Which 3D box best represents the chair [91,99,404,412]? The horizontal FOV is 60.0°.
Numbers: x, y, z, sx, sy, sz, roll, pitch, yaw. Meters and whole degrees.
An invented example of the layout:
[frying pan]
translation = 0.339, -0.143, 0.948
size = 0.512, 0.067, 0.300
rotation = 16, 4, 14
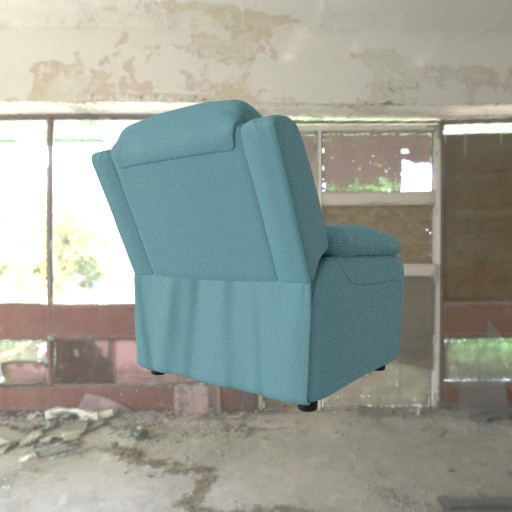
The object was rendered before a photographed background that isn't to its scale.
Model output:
[chair]
translation = 0.000, 0.000, 1.285
size = 0.680, 0.702, 0.709
rotation = 1, 1, 36
